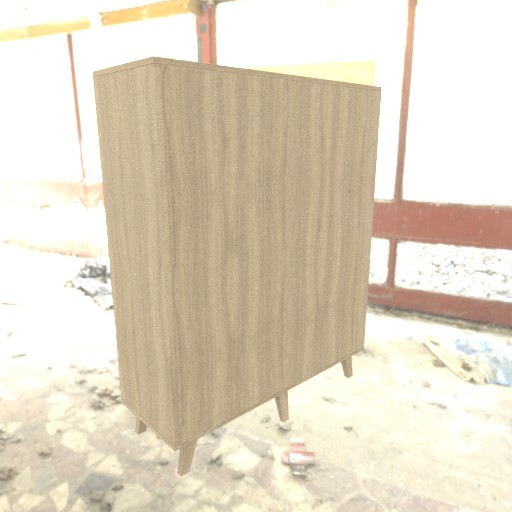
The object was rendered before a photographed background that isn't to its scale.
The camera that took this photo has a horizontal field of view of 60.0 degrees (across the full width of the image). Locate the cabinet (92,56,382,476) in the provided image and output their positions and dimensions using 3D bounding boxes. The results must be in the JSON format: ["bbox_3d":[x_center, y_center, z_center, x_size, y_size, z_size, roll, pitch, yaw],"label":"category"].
[{"bbox_3d":[0.000,0.000,1.868,1.111,1.388,0.398,-13,20,-41],"label":"cabinet"}]
